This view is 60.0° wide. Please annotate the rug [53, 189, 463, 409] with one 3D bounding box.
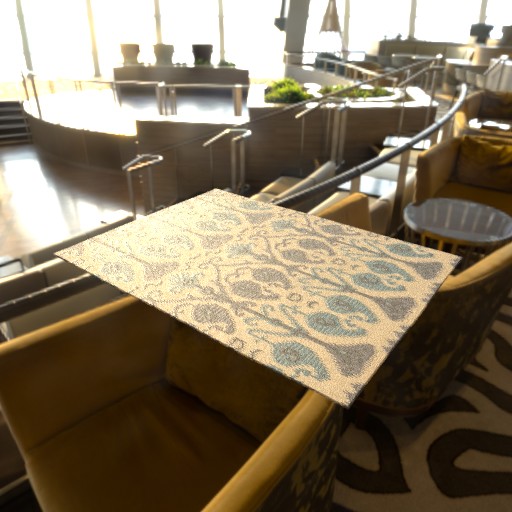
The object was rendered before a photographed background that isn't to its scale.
[{"bbox_3d":[0.000,0.000,3.030,2.261,0.013,1.676,20,34,33],"label":"rug"}]
